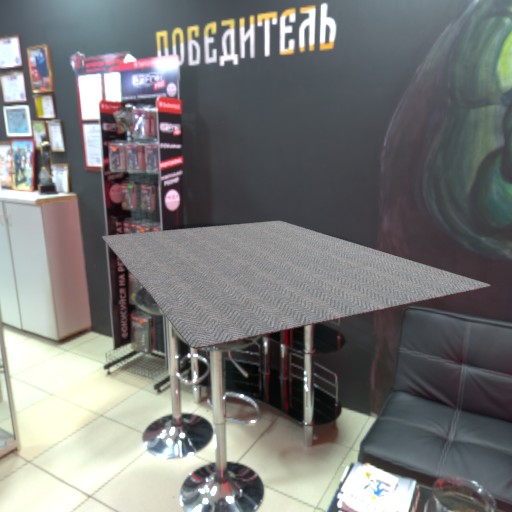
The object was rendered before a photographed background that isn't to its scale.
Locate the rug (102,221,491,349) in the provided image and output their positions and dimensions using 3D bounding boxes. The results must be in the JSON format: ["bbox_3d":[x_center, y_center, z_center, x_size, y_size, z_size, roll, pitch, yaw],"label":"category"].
[{"bbox_3d":[0.000,0.000,5.165,2.894,0.011,3.957,-7,16,-26],"label":"rug"}]
